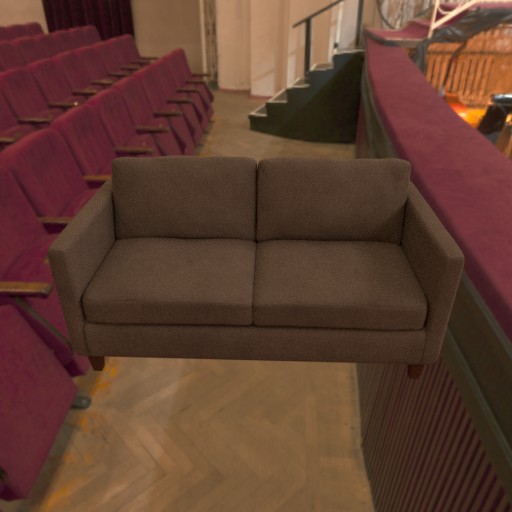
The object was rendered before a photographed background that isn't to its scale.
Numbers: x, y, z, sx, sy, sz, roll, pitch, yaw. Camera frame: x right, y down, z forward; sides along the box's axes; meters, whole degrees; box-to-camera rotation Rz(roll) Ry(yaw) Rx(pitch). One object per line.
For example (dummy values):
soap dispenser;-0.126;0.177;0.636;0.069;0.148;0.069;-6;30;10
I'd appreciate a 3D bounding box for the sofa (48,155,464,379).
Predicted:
sofa;0.000;0.000;2.468;1.884;0.963;0.950;1;31;2
